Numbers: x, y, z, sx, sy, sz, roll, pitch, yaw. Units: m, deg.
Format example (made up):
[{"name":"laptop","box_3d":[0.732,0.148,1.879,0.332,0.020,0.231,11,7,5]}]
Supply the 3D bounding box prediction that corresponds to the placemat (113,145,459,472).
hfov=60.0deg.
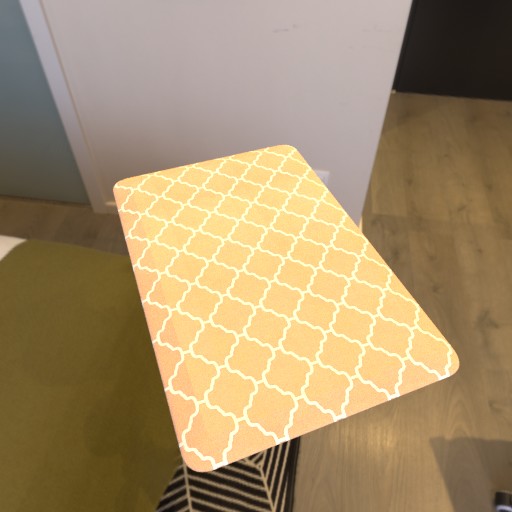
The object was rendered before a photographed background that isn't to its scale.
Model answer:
[{"name":"placemat","box_3d":[0.000,0.000,0.955,0.508,0.021,0.762,-16,49,-14]}]
